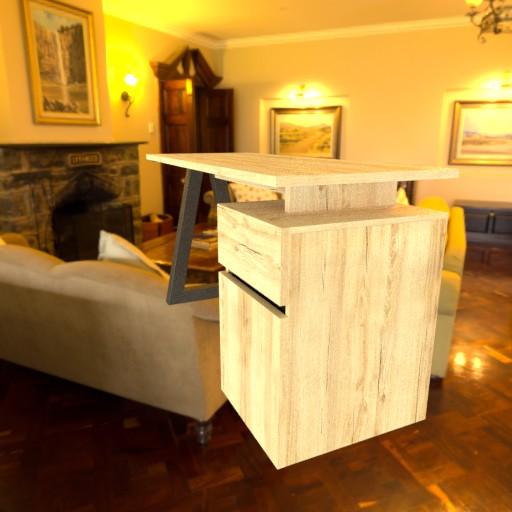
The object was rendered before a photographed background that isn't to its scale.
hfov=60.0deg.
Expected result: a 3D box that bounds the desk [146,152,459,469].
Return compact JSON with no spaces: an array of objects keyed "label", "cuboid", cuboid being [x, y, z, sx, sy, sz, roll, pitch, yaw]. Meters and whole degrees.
[{"label":"desk","cuboid":[0.000,0.000,1.783,0.550,0.760,1.400,-7,16,-24]}]
